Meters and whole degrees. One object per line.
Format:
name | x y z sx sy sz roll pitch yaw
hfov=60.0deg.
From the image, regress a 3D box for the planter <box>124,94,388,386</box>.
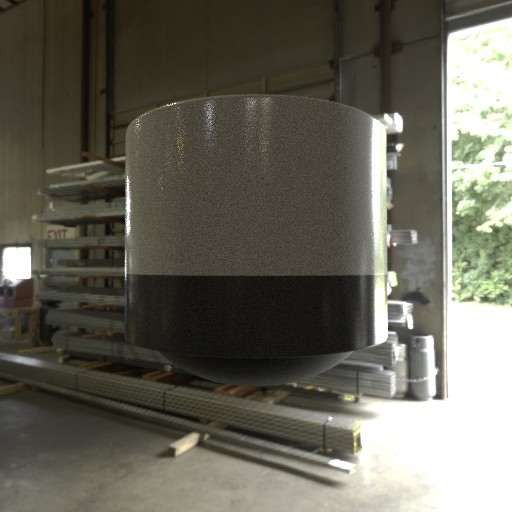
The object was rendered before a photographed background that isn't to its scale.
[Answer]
planter | 0.000 0.000 0.340 0.193 0.177 0.193 0 -1 0
